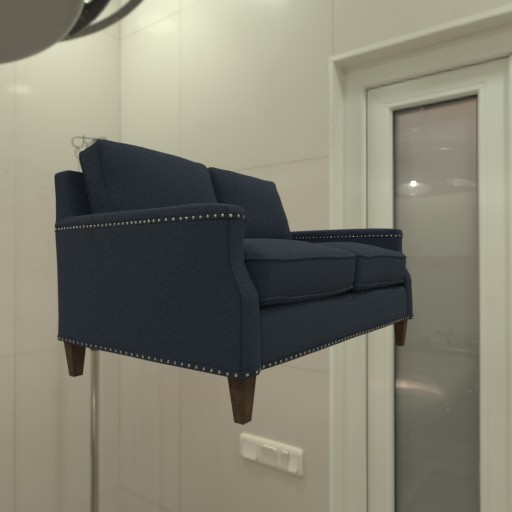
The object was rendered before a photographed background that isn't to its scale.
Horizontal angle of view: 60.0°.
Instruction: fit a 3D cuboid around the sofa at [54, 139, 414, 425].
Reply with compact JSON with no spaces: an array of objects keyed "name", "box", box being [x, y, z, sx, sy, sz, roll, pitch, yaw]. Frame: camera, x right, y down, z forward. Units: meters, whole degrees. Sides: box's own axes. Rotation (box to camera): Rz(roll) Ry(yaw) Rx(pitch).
[{"name":"sofa","box":[0.000,0.000,2.192,1.084,1.003,1.597,0,0,36]}]
